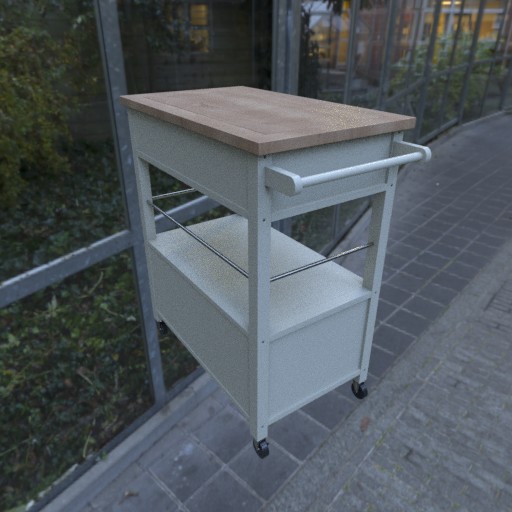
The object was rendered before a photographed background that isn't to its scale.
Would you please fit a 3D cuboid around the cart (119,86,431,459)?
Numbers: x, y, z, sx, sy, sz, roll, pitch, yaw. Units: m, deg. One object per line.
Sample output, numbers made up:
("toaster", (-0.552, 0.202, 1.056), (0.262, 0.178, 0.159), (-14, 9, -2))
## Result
("cart", (0.000, 0.000, 1.397), (0.459, 0.901, 0.840), (-18, 32, -30))
